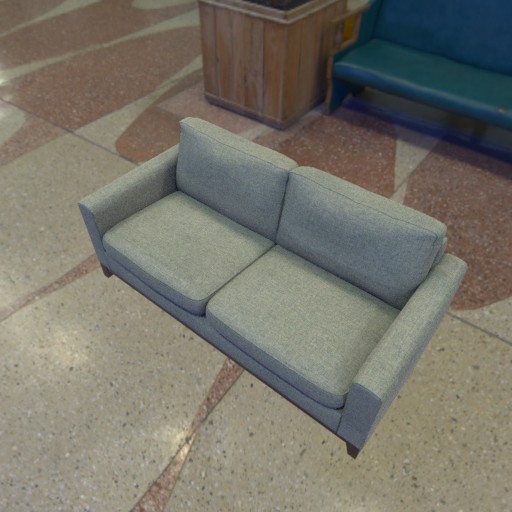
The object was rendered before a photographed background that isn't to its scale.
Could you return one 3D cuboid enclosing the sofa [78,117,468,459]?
[{"bbox_3d":[0.000,0.000,2.501,1.978,0.892,0.969,30,52,26],"label":"sofa"}]
